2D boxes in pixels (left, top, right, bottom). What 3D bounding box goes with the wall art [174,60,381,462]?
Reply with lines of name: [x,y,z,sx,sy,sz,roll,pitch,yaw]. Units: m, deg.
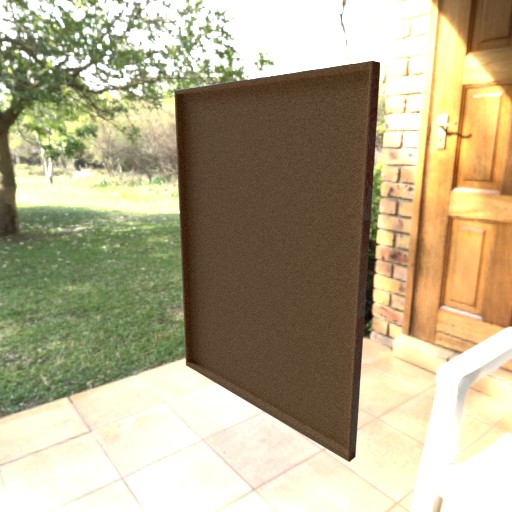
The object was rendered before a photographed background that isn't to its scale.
wall art: [0.000,0.000,1.357,0.031,1.015,0.762,-13,19,-42]
